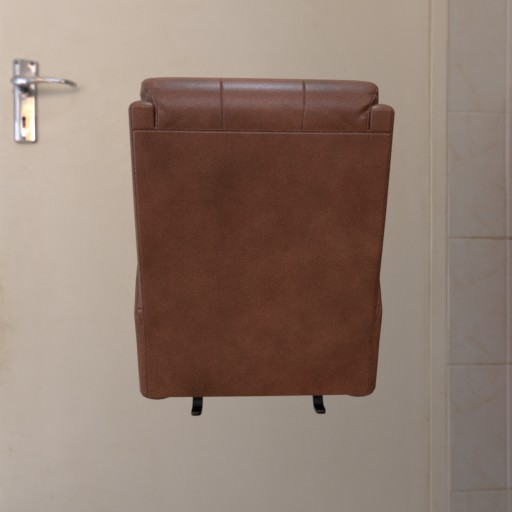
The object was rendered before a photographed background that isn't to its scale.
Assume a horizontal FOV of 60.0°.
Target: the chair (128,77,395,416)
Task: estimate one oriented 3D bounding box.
[{"bbox_3d":[0.000,0.000,1.644,0.787,1.016,0.939,0,0,-2],"label":"chair"}]
